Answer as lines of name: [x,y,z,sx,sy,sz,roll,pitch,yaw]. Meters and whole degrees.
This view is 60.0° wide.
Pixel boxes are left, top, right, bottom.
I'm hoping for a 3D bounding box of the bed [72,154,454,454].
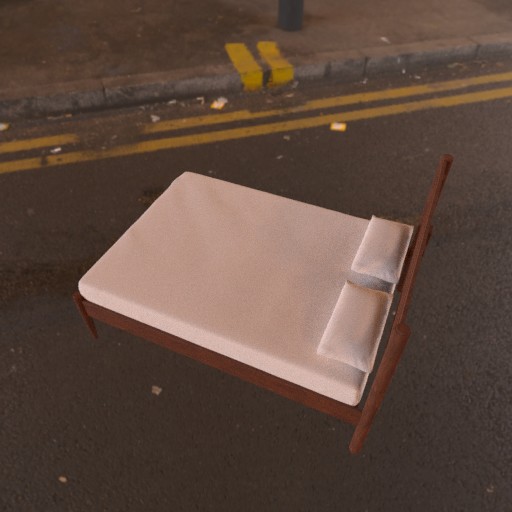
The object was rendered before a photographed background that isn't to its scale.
bed: [0.000,0.000,3.098,2.093,1.304,1.509,18,48,17]
